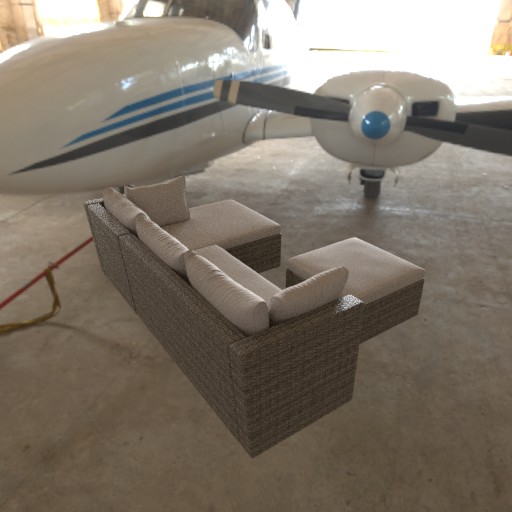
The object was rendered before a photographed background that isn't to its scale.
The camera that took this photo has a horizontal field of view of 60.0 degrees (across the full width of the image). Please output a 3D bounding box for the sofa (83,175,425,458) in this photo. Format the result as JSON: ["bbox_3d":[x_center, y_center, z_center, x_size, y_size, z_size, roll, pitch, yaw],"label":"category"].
[{"bbox_3d":[0.000,0.000,3.068,1.662,0.766,2.192,-17,32,-31],"label":"sofa"}]
